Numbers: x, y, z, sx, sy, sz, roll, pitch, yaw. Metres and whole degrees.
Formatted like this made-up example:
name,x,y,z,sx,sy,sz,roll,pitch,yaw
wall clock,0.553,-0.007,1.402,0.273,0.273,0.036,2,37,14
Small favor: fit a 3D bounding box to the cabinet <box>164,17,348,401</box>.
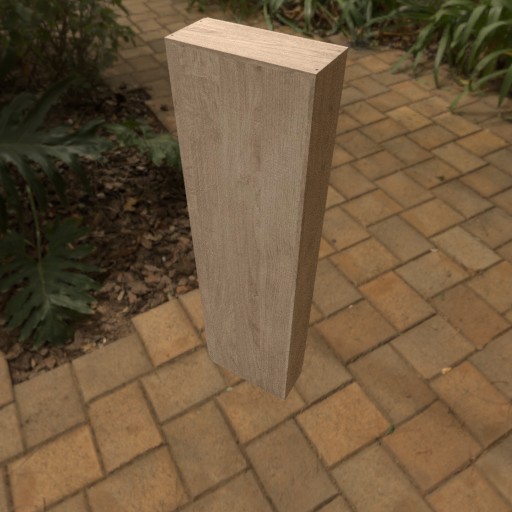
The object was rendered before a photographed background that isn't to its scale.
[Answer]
name,x,y,z,sx,sy,sz,roll,pitch,yaw
cabinet,0.000,0.000,1.936,0.500,1.790,0.230,23,50,21
